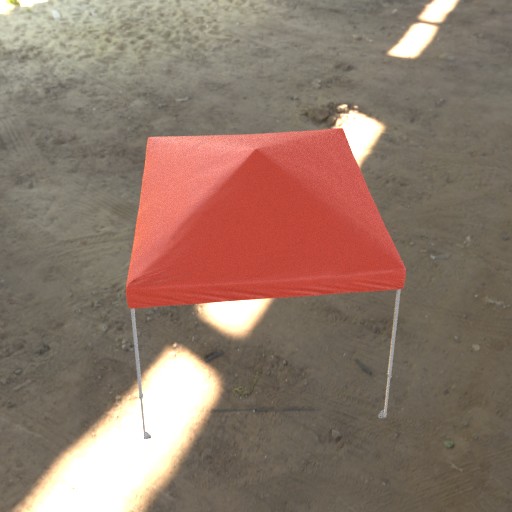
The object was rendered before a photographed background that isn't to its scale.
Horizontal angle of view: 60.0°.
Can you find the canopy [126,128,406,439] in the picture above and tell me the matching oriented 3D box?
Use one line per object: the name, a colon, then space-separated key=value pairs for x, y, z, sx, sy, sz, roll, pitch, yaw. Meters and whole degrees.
canopy: x=0.000 y=0.000 z=5.144 sx=2.850 sy=2.850 sz=2.849 roll=-4 pitch=46 yaw=-4
